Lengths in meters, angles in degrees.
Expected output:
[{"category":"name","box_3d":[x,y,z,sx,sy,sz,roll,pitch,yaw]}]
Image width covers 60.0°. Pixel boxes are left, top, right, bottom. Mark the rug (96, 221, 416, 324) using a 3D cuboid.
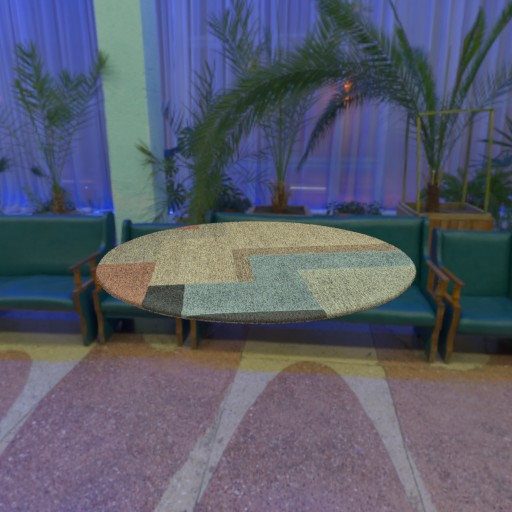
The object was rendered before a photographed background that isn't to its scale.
[{"category":"rug","box_3d":[0.000,0.000,3.605,2.461,0.033,2.461,0,17,0]}]
